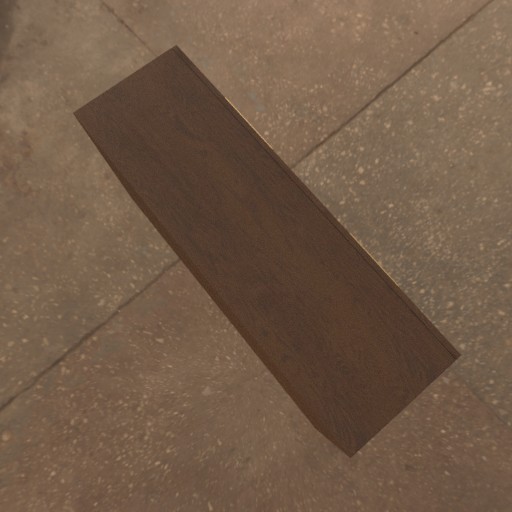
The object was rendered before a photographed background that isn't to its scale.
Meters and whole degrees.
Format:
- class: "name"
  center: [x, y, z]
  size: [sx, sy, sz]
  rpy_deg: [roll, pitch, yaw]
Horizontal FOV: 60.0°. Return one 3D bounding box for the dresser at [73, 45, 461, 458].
- class: "dresser"
  center: [0.000, 0.000, 1.956]
  size: [0.512, 0.889, 1.523]
  rpy_deg: [-38, 78, -10]
